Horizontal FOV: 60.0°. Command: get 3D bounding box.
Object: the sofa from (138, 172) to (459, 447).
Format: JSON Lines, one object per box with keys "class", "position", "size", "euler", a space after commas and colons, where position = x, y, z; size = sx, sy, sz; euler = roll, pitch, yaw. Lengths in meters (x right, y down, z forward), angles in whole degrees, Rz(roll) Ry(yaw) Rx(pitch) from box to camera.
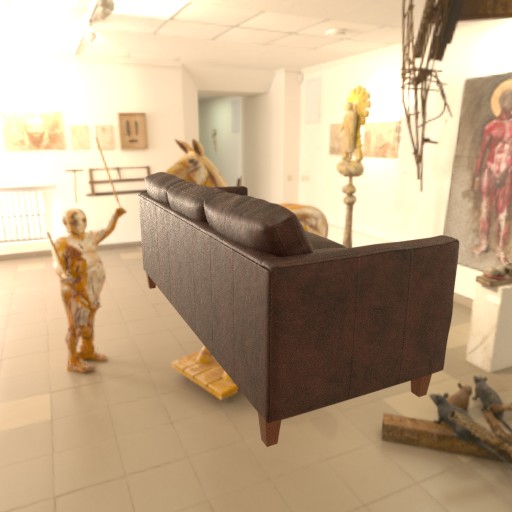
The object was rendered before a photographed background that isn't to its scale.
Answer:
{"class": "sofa", "position": [0.000, 0.000, 2.959], "size": [1.045, 1.006, 2.464], "euler": [-7, 17, -25]}
